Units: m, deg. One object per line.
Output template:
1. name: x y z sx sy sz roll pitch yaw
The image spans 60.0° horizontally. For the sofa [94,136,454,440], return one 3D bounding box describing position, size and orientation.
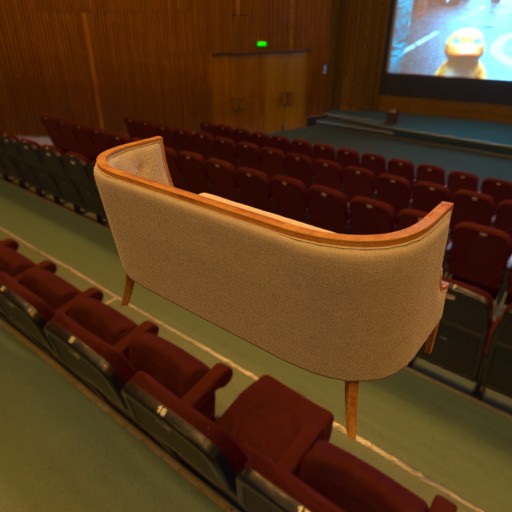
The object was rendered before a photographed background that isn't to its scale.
1. sofa: 0.000 0.000 1.930 1.474 0.775 0.770 21 35 33
